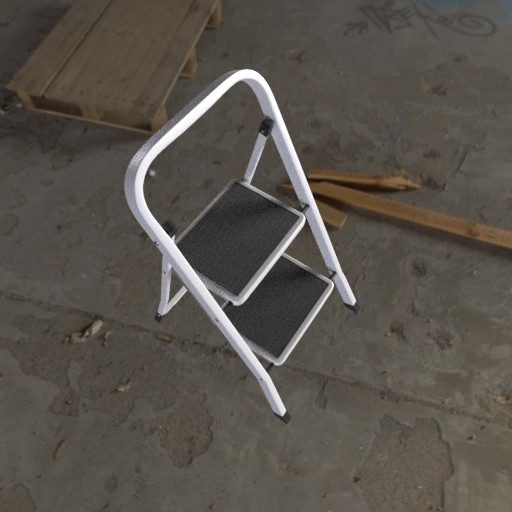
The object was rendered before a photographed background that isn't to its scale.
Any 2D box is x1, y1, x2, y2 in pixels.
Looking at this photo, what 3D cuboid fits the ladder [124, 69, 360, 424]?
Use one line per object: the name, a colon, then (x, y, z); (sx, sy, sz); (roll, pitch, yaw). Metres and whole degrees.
ladder: (0.000, 0.000, 1.140); (0.544, 0.810, 0.460); (31, 64, 17)
